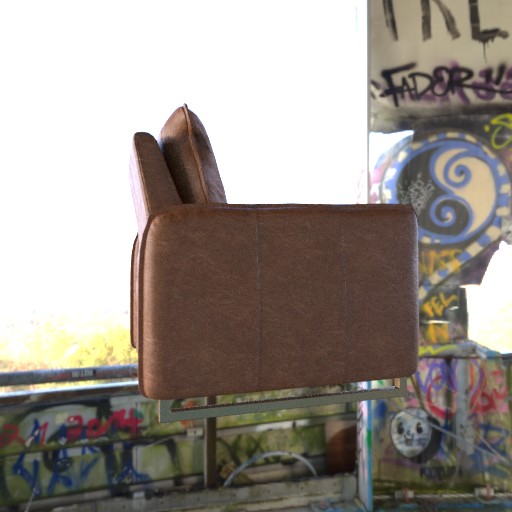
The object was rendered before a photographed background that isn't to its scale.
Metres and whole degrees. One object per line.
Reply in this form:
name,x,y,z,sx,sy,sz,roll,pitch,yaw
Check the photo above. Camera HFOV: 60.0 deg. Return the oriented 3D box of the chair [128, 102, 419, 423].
chair,0.000,0.000,1.670,0.922,0.922,0.830,0,0,-18
